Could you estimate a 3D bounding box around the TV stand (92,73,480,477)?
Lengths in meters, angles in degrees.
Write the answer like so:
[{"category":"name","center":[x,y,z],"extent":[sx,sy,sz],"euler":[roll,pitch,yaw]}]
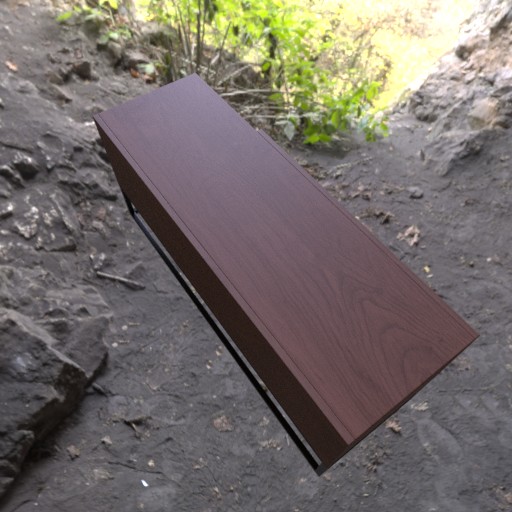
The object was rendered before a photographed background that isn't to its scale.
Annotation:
[{"category":"TV stand","center":[0.000,0.000,1.414],"extent":[0.415,0.500,1.200],"euler":[-31,62,-18]}]
